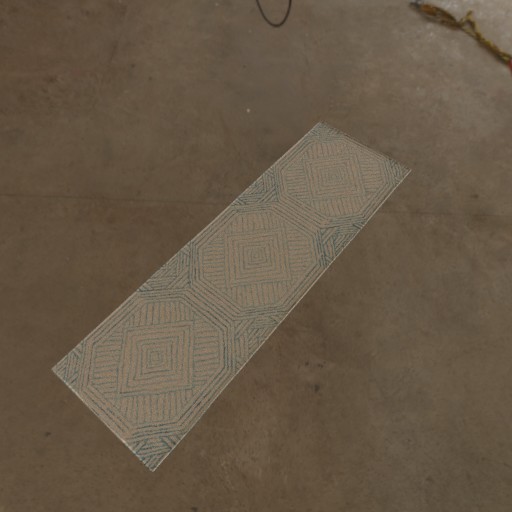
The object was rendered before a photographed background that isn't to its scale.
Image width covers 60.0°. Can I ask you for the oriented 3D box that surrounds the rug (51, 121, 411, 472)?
[{"bbox_3d":[0.000,0.000,2.694,0.775,0.012,2.452,35,64,20],"label":"rug"}]
